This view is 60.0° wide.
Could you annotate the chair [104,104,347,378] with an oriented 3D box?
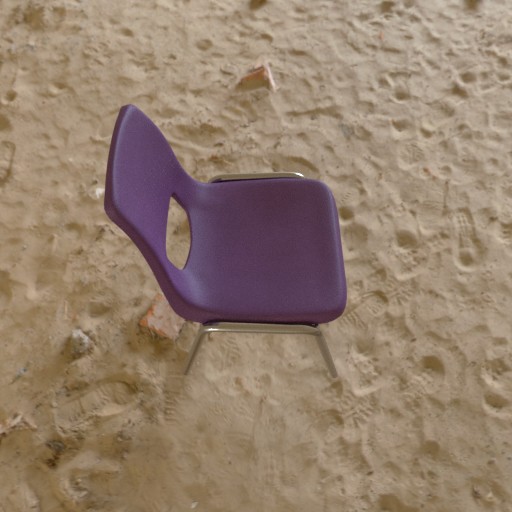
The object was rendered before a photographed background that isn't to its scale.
[{"bbox_3d":[0.000,0.000,0.963,0.432,0.704,0.381,-1,62,0],"label":"chair"}]
